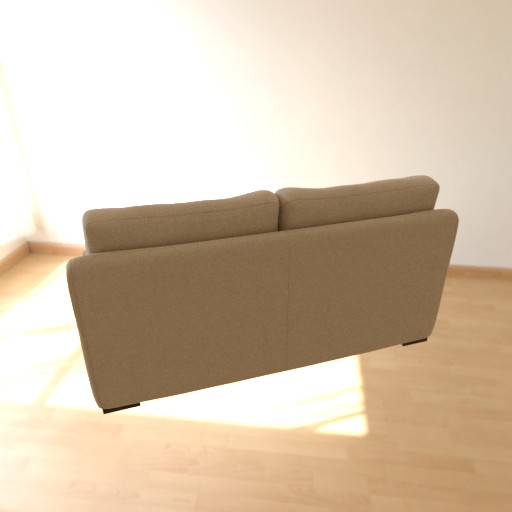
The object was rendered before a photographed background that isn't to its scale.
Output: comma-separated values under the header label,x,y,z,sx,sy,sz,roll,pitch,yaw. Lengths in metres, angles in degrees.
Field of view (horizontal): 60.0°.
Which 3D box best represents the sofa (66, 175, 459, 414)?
label,x,y,z,sx,sy,sz,roll,pitch,yaw
sofa,0.000,0.000,2.503,1.885,0.967,0.962,-8,28,-16
